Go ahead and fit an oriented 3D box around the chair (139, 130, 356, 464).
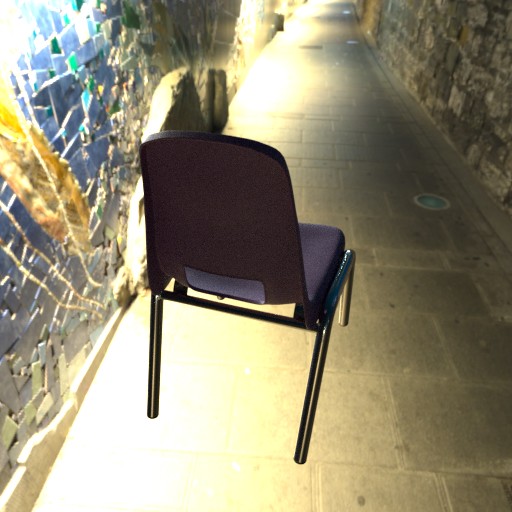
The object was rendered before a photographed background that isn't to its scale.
[{"bbox_3d":[0.000,0.000,0.846,0.356,0.584,0.419,10,34,15],"label":"chair"}]
